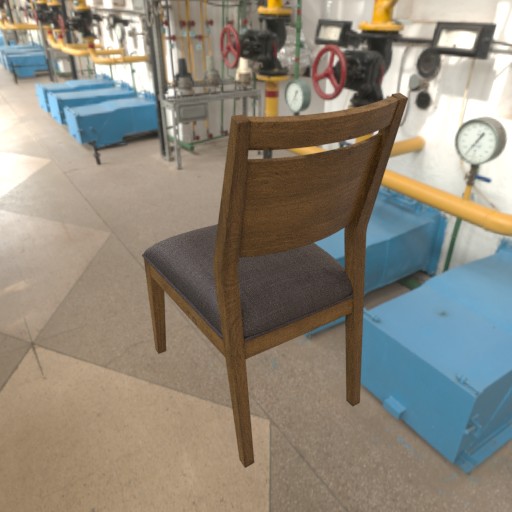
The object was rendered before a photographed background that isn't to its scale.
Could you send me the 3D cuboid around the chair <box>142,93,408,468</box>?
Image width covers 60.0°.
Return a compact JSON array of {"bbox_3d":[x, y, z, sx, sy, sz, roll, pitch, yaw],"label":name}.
[{"bbox_3d":[0.000,0.000,1.290,0.501,0.939,0.610,-17,34,-28],"label":"chair"}]
